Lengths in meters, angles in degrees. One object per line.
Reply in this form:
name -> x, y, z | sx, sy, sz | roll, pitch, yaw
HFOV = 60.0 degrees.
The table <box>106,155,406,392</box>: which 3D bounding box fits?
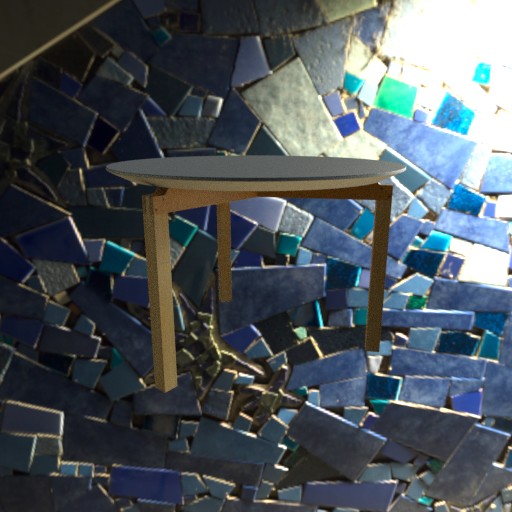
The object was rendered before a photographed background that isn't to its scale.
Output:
table -> 0.000, 0.000, 0.986 | 0.600, 0.405, 0.600 | 0, 16, 0
